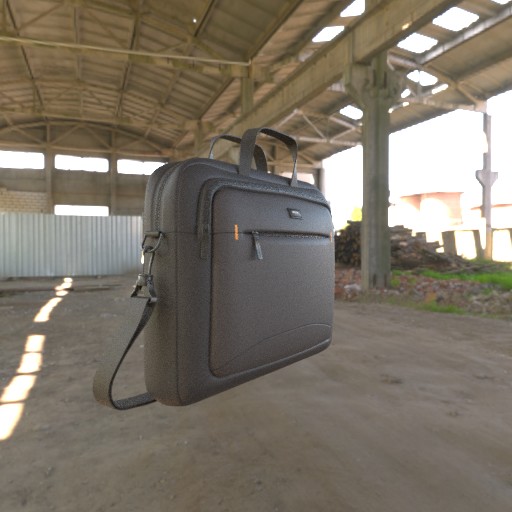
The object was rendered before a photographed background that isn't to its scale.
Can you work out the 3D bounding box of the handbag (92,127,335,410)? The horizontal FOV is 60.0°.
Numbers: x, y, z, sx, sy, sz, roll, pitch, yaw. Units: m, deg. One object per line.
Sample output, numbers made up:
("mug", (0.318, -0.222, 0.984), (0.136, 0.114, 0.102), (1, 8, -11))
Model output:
("handbag", (0.000, 0.000, 0.598), (0.126, 0.330, 0.429), (1, 1, 36))
